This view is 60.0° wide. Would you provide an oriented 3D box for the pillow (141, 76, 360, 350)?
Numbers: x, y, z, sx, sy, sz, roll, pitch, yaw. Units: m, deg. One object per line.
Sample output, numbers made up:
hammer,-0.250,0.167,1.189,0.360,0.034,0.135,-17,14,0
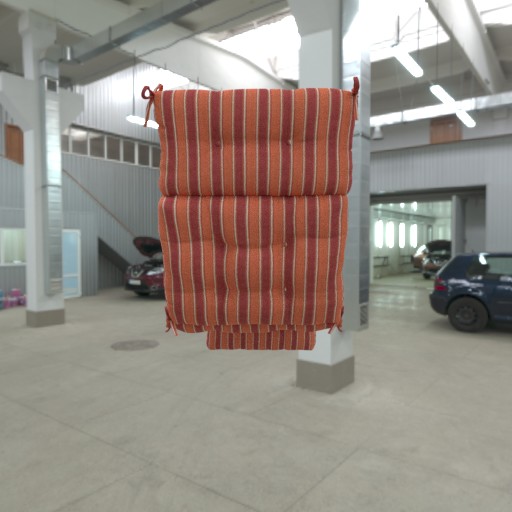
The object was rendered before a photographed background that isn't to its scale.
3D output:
pillow,0.000,0.000,1.511,0.526,0.863,1.016,0,2,2
